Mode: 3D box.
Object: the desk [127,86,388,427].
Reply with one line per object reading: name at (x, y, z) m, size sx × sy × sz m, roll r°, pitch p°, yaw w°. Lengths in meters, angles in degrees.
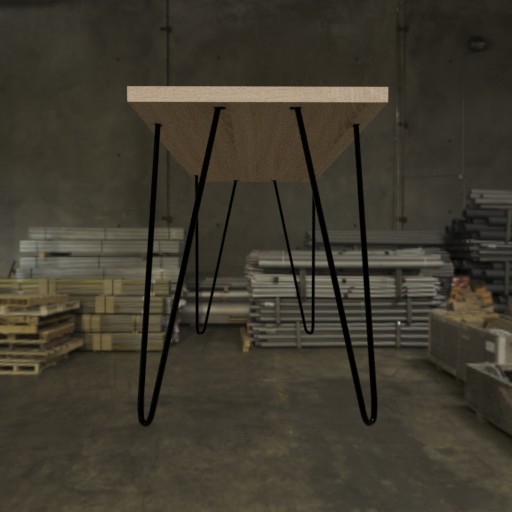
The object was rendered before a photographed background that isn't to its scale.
desk at (0.000, 0.000, 1.346) m, size 0.499 × 0.660 × 0.991 m, roll 0°, pitch 1°, yaw 0°
